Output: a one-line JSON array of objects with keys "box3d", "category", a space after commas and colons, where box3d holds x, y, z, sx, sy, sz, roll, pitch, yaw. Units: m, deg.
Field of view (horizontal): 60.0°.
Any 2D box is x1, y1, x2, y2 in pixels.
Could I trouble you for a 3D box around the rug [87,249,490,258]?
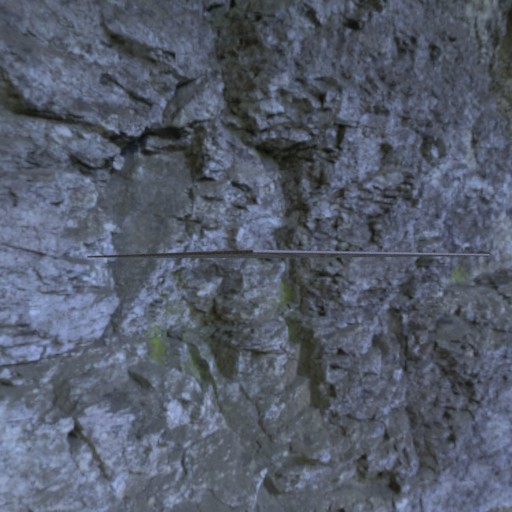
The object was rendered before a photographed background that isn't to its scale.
[{"box3d": [0.000, 0.000, 2.936, 1.600, 0.013, 2.260, 0, -1, -35], "category": "rug"}]
